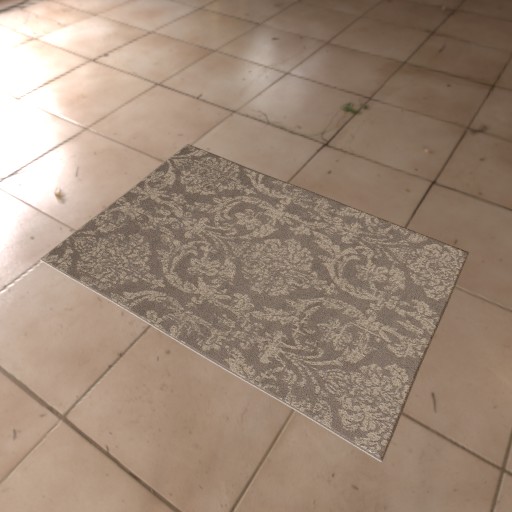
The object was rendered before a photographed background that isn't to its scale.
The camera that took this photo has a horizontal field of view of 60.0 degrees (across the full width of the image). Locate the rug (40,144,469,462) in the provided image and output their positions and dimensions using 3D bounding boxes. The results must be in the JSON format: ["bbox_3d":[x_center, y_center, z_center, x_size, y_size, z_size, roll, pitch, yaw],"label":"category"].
[{"bbox_3d":[0.000,0.000,2.254,1.824,0.012,1.206,25,53,21],"label":"rug"}]
